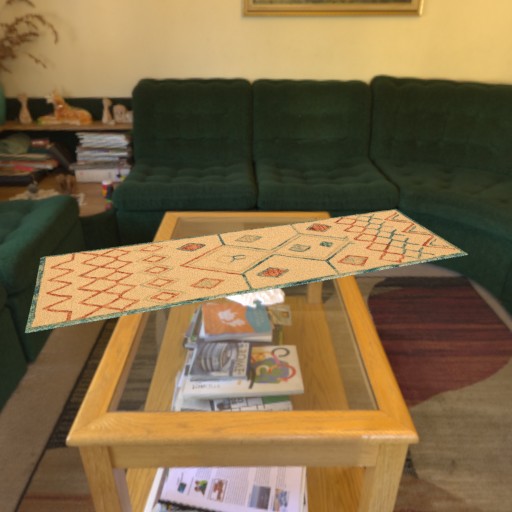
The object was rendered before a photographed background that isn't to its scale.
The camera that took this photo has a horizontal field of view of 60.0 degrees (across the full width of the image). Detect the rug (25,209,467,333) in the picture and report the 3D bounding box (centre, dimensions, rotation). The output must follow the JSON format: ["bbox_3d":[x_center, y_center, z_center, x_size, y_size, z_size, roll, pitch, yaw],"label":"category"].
[{"bbox_3d":[0.000,0.000,2.645,2.435,0.011,0.750,-9,29,-16],"label":"rug"}]
